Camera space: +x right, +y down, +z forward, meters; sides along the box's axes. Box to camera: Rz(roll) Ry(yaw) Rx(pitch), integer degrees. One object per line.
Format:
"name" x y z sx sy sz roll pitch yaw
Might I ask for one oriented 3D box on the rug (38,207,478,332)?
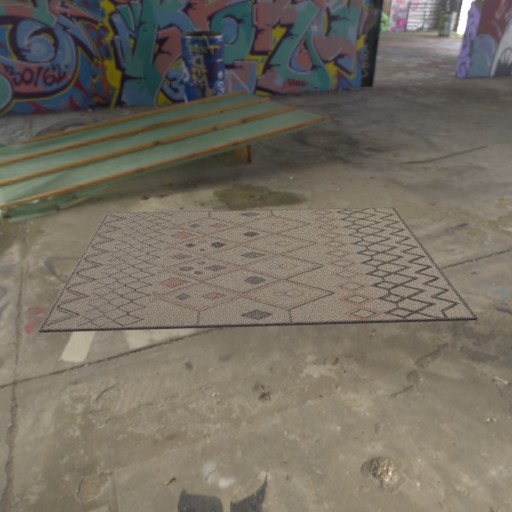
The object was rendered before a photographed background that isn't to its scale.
"rug" 0.000 0.000 3.107 2.438 0.015 1.524 -1 30 -2
